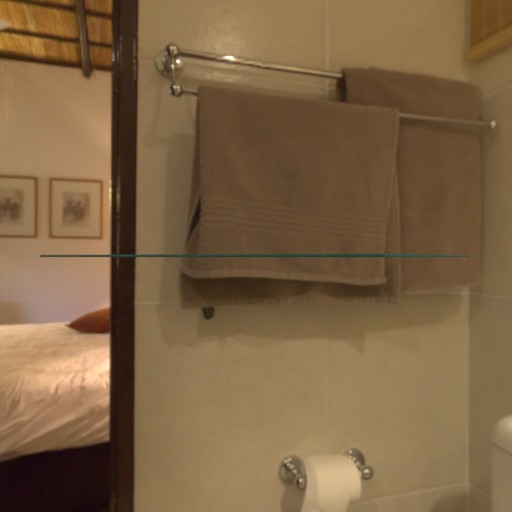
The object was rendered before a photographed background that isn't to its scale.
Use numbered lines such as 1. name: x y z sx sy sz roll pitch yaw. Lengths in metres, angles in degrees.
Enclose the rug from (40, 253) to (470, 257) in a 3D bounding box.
1. rug: 0.000 0.000 2.815 2.213 0.013 1.594 0 0 35
